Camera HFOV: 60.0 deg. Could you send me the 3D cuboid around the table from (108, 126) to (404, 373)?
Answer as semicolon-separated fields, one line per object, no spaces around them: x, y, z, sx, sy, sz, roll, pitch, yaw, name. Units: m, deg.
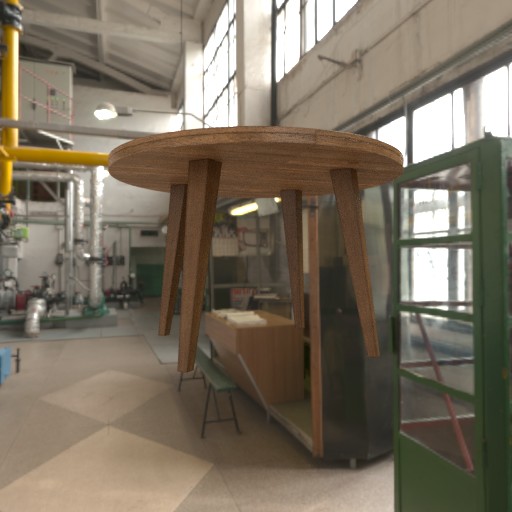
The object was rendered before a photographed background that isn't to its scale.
0.000;0.000;1.916;1.213;0.764;1.213;0;0;0;table
